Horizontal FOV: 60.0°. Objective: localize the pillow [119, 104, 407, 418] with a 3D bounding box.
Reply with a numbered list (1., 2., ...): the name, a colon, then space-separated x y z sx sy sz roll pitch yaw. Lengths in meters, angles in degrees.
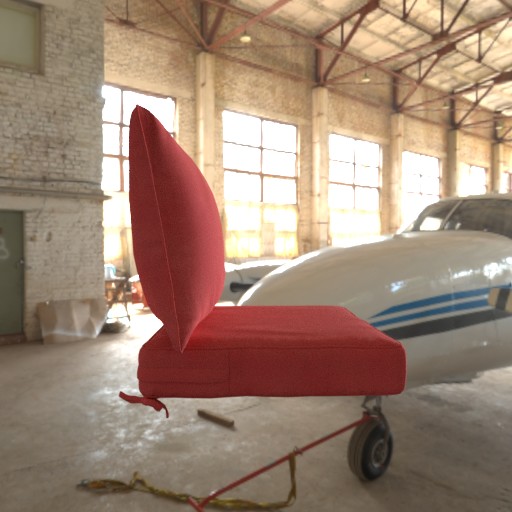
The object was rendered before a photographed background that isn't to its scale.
1. pillow: 0.000 0.000 1.394 0.733 0.725 0.798 0 2 -2
